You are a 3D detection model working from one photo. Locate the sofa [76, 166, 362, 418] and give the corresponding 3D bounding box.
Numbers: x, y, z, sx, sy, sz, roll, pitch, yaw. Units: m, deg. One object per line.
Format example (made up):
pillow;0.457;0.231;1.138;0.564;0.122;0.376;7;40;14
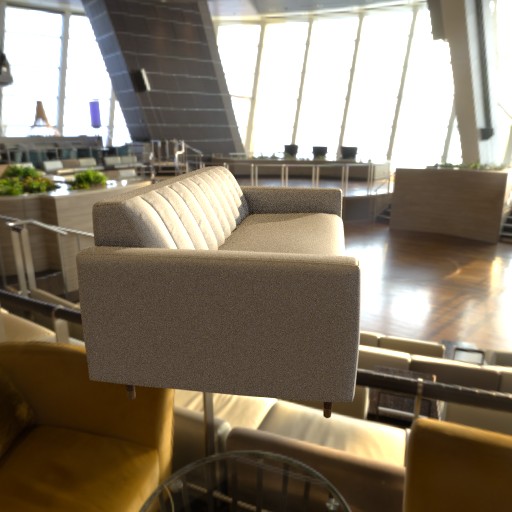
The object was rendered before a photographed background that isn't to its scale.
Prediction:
sofa;0.000;0.000;2.363;0.969;0.814;1.895;2;16;8
